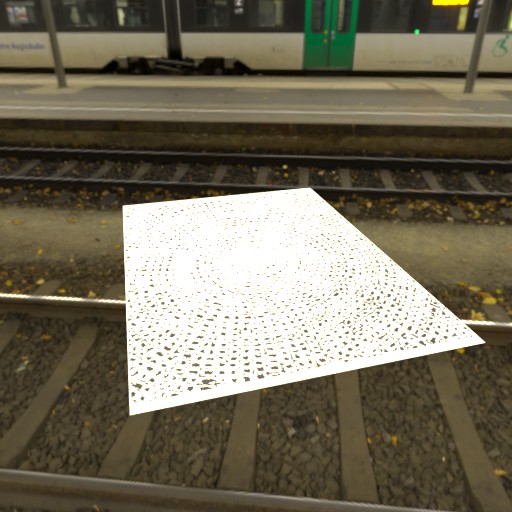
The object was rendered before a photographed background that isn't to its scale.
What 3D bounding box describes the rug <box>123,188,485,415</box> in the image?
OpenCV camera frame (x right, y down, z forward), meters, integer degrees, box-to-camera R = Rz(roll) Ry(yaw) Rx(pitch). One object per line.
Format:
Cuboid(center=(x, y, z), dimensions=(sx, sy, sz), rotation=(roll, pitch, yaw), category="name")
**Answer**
Cuboid(center=(0.000, 0.000, 2.083), dimensions=(1.190, 0.003, 1.634), rotation=(-7, 29, -14), category="rug")
